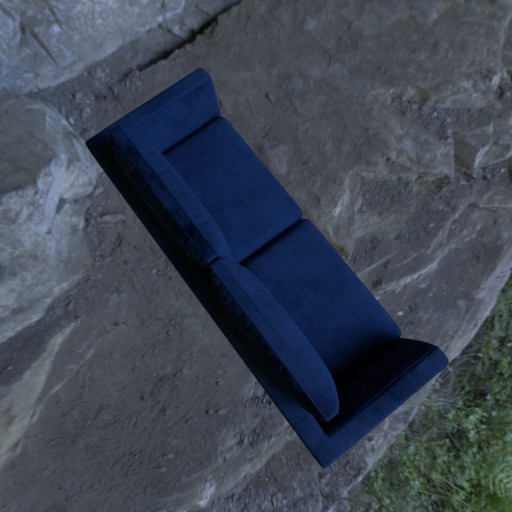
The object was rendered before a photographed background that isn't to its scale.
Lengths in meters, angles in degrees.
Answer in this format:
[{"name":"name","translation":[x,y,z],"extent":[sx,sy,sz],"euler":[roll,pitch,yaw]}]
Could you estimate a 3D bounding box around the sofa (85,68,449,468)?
[{"name":"sofa","translation":[0.000,0.000,2.659],"extent":[0.853,0.998,2.212],"euler":[-36,79,-8]}]
